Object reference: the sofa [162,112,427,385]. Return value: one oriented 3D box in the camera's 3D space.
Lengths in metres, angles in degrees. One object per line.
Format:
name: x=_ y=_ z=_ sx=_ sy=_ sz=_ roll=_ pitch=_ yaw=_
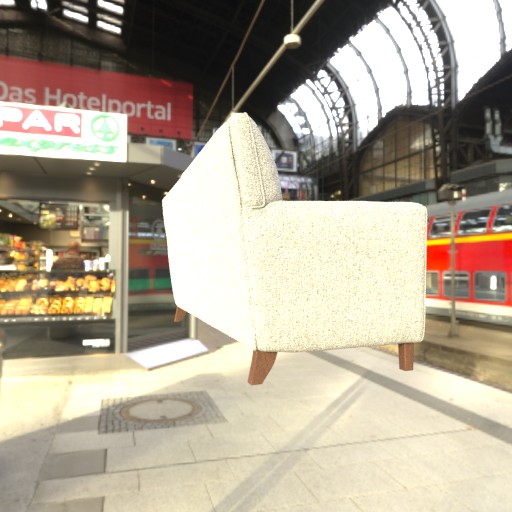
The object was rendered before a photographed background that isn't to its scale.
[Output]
sofa: x=0.000 y=0.000 z=2.548 sx=0.854 sy=0.942 sz=2.026 roll=0 pitch=-1 yaw=-18
